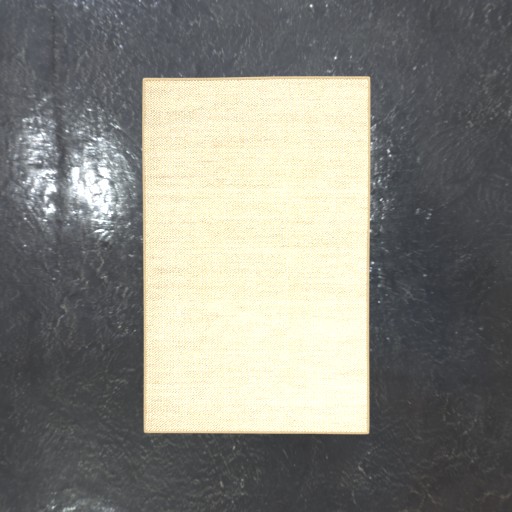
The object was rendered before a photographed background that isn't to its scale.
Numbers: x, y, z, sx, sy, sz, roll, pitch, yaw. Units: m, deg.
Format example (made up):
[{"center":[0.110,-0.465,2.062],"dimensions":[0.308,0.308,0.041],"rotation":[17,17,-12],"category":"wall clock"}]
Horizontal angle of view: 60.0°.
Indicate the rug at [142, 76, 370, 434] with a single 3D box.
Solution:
[{"center":[0.000,0.000,2.071],"dimensions":[1.062,0.013,1.667],"rotation":[0,91,1],"category":"rug"}]
